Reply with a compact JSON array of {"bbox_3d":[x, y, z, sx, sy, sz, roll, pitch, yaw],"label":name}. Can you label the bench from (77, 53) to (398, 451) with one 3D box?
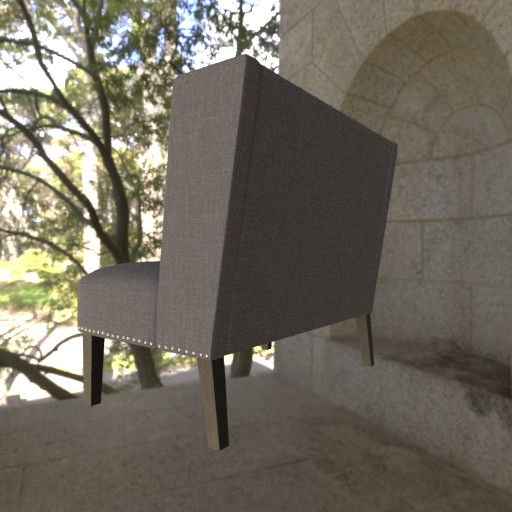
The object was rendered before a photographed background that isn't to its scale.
[{"bbox_3d":[0.000,0.000,1.954,0.842,1.121,1.276,0,1,36],"label":"bench"}]
